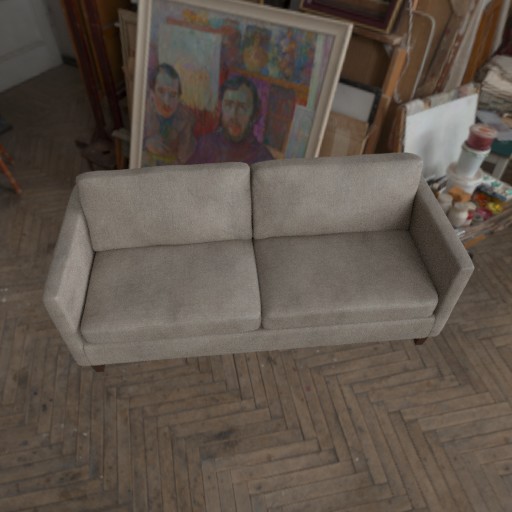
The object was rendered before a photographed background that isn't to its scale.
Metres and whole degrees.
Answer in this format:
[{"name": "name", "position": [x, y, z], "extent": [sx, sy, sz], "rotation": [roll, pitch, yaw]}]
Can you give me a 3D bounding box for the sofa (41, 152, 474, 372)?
[{"name": "sofa", "position": [0.000, 0.000, 2.702], "extent": [2.208, 0.965, 0.951], "rotation": [-4, 47, -4]}]
